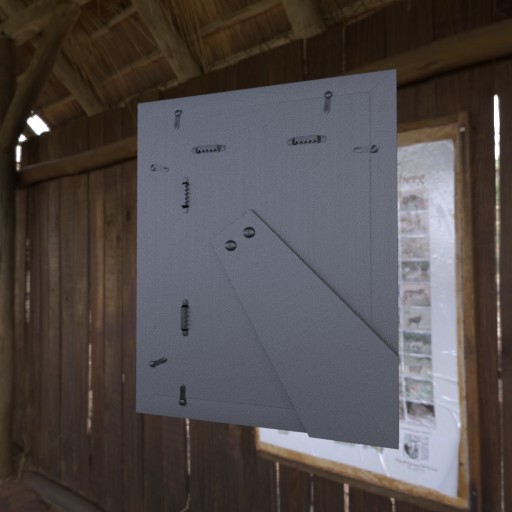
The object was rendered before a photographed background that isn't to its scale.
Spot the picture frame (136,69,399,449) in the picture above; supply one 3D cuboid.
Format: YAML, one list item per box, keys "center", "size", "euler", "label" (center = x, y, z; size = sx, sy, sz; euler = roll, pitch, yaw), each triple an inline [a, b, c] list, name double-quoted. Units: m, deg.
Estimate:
- center: [0.000, 0.000, 0.504]
  size: [0.307, 0.383, 0.036]
  euler: [0, -1, 18]
  label: "picture frame"
